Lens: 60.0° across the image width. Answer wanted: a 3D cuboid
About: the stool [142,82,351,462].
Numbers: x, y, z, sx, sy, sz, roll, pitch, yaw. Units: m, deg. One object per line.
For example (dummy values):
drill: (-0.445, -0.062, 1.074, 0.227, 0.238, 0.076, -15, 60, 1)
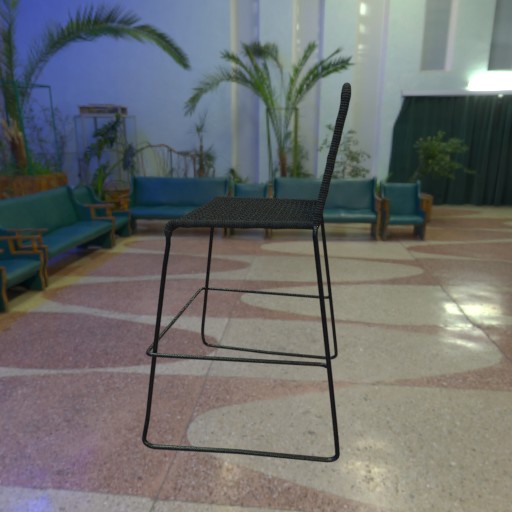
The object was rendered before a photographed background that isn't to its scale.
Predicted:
stool: (0.000, 0.000, 1.273, 0.509, 0.905, 0.590, 3, 16, 9)
